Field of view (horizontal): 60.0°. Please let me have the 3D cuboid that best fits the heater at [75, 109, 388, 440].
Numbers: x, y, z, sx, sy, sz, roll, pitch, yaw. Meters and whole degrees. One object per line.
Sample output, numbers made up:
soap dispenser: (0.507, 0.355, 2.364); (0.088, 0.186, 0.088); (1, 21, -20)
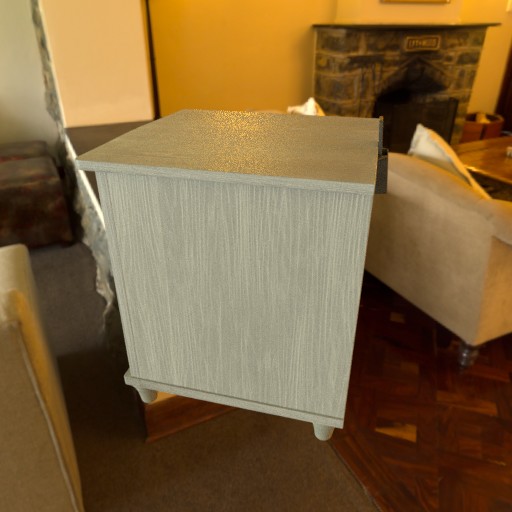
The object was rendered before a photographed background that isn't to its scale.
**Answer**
heater: (0.000, 0.000, 0.765); (0.400, 0.481, 0.362); (7, 29, 13)
